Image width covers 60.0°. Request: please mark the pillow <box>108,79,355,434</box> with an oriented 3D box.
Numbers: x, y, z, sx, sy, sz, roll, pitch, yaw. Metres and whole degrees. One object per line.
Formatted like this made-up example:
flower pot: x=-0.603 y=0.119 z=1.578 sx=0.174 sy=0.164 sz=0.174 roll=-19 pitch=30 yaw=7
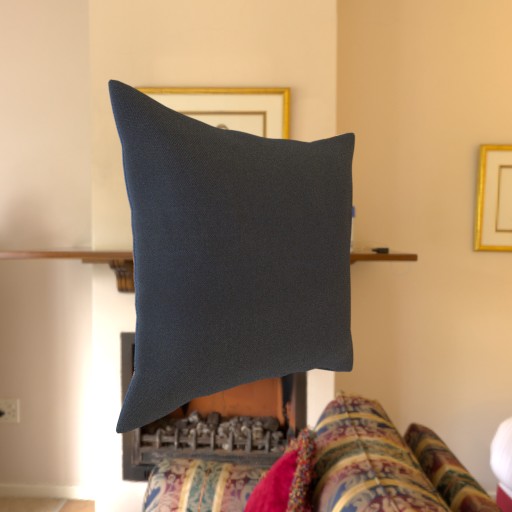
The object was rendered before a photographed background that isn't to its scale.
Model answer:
pillow: x=0.000 y=0.000 z=0.704 sx=0.463 sy=0.454 sz=0.173 roll=-2 pitch=3 yaw=-37
